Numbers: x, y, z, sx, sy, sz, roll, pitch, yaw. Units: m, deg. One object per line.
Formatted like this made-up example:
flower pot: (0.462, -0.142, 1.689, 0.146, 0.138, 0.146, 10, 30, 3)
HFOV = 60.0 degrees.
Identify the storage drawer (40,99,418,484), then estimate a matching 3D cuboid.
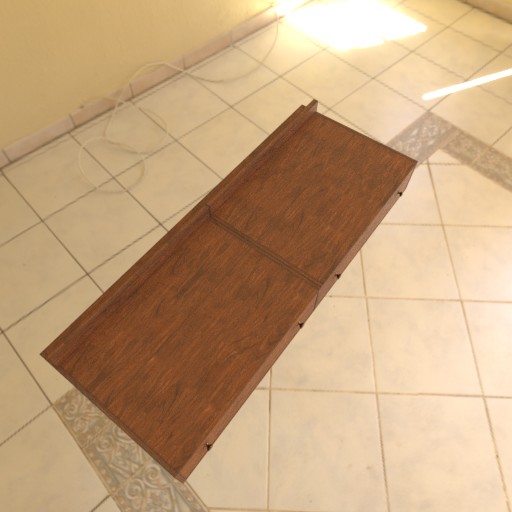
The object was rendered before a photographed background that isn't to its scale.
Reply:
storage drawer: (0.000, 0.000, 2.168, 0.774, 0.339, 1.914, 33, 64, 19)
